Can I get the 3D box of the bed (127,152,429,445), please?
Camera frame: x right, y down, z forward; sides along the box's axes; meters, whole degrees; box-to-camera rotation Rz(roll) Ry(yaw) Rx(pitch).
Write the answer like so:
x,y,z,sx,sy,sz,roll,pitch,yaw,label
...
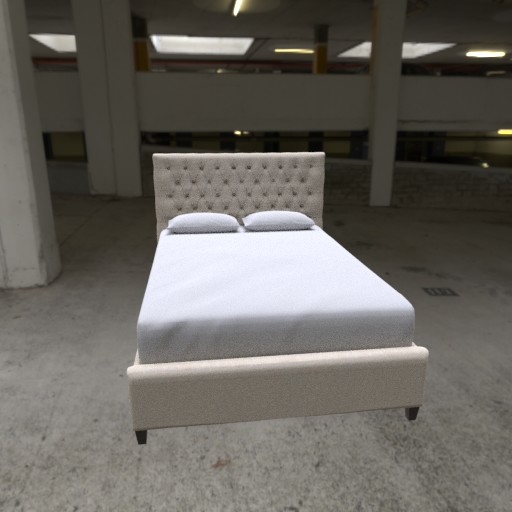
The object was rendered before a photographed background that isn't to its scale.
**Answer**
x,y,z,sx,sy,sz,roll,pitch,yaw,label
0.000,0.000,3.452,1.698,1.427,2.387,-2,17,-7,bed
